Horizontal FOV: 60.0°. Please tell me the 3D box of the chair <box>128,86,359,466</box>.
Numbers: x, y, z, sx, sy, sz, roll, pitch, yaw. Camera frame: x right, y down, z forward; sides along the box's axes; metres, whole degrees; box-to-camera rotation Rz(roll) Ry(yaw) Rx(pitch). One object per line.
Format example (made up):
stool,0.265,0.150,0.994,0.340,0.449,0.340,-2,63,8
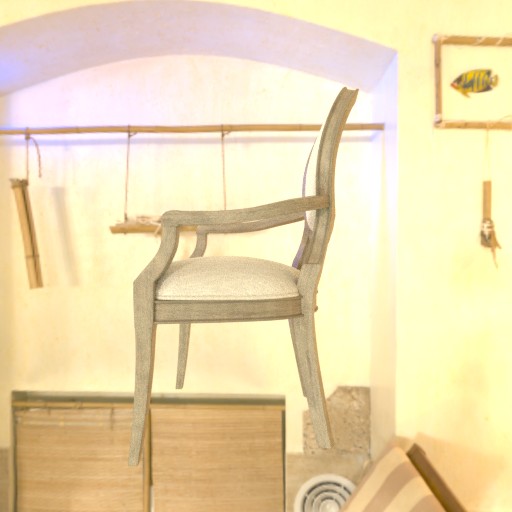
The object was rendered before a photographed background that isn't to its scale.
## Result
chair,0.000,0.000,1.346,0.602,0.991,0.611,0,1,1
